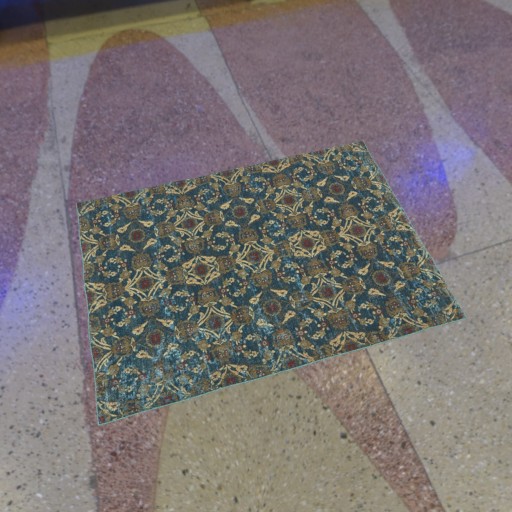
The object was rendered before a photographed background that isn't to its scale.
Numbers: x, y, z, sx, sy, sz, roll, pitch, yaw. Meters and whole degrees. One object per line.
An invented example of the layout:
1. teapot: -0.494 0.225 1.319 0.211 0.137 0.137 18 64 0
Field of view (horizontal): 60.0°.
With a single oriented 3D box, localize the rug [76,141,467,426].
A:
1. rug: 0.000 0.000 2.914 2.207 0.014 1.567 -14 59 -8
